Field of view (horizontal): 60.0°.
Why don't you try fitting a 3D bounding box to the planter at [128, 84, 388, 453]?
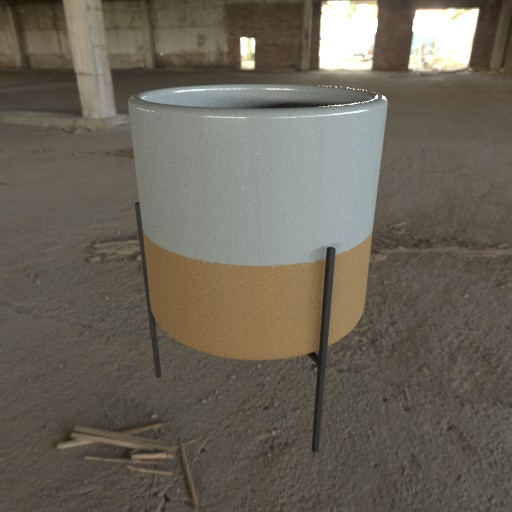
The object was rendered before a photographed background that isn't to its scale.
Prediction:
[{"bbox_3d":[0.000,0.000,0.623,0.310,0.432,0.310,7,26,15],"label":"planter"}]
